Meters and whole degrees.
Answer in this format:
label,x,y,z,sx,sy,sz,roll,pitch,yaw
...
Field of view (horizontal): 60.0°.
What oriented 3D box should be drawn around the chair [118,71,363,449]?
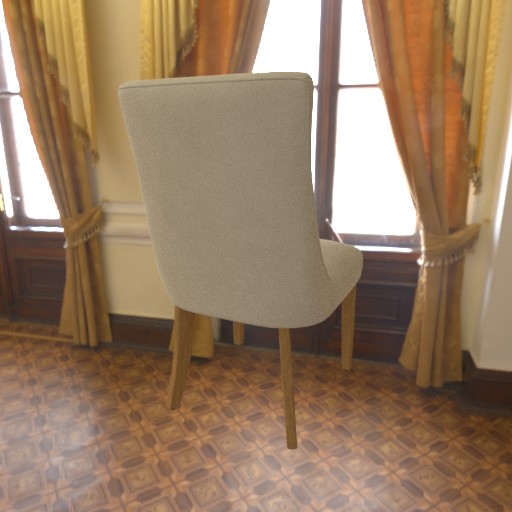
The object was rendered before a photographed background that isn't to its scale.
label,x,y,z,sx,sy,sz,roll,pitch,yaw
chair,0.000,0.000,1.262,0.495,0.902,0.610,8,17,25
